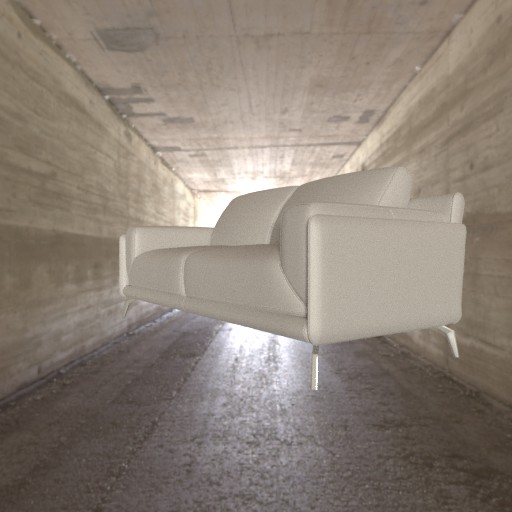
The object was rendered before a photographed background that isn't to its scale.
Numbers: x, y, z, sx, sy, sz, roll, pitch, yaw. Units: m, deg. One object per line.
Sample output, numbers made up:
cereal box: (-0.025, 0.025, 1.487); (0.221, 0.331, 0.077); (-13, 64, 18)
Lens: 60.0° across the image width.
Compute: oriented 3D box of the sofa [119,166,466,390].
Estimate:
sofa: (0.000, 0.000, 2.591); (1.049, 0.930, 2.101); (0, 1, -35)
